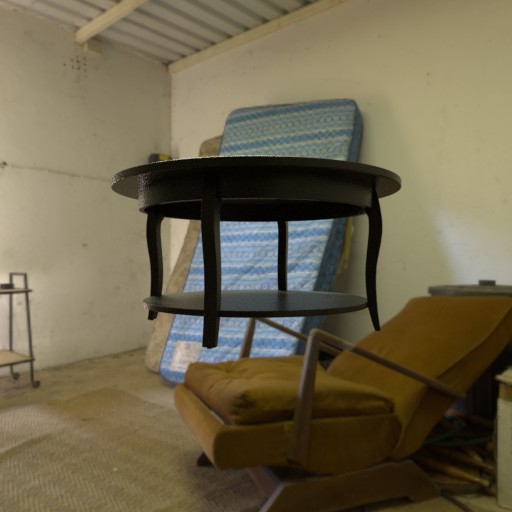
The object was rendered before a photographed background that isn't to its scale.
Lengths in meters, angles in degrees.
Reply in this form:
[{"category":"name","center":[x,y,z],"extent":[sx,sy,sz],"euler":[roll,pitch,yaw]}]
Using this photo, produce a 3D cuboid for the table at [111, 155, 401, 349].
[{"category":"table","center":[0.000,0.000,1.466],"extent":[0.914,0.457,0.914],"euler":[0,0,0]}]
